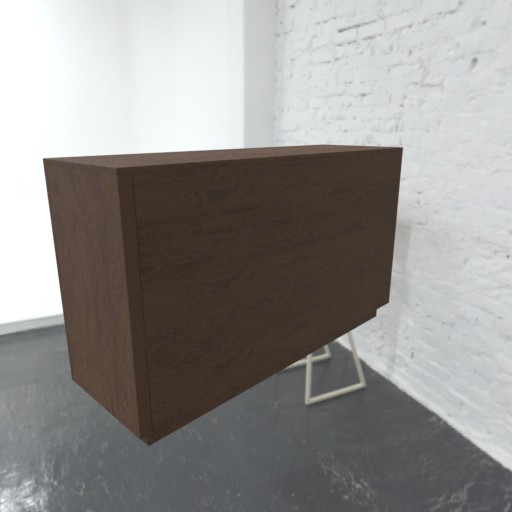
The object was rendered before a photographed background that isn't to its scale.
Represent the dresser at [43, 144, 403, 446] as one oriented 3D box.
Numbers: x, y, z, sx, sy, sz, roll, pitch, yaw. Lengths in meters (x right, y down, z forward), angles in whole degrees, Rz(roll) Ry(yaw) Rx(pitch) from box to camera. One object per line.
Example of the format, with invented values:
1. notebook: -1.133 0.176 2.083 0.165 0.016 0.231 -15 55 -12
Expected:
1. dresser: 0.000 0.000 1.933 0.512 0.889 1.523 16 22 42
